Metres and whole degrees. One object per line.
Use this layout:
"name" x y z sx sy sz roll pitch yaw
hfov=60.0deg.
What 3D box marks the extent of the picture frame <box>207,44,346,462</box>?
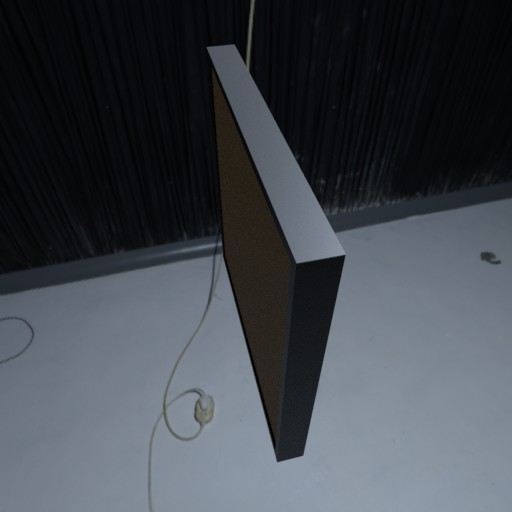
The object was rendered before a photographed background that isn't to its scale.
"picture frame" 0.000 0.000 0.474 0.030 0.317 0.317 -10 47 -9
